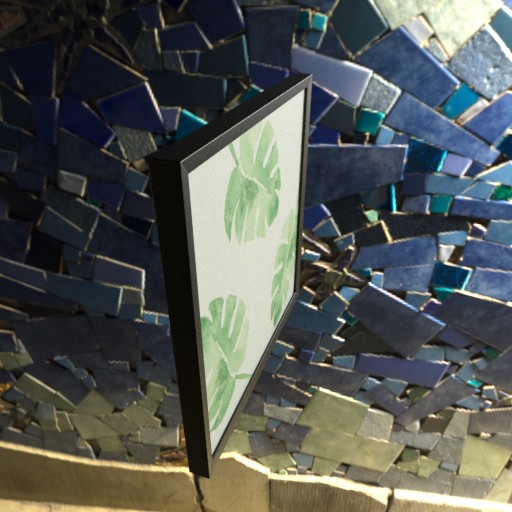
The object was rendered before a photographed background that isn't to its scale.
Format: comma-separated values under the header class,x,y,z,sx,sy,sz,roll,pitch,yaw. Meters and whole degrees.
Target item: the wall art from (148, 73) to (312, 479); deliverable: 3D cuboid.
class,x,y,z,sx,sy,sz,roll,pitch,yaw
wall art,0.000,0.000,0.757,0.036,0.508,0.508,11,33,17
